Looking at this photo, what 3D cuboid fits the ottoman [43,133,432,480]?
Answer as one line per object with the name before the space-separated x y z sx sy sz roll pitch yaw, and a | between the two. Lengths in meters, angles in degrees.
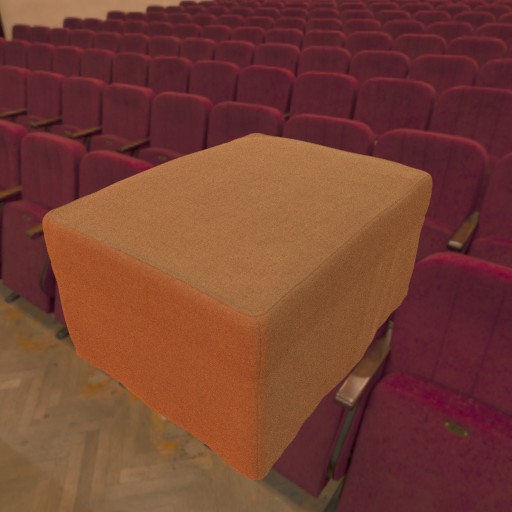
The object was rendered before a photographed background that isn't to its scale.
ottoman | 0.000 0.000 1.215 0.650 0.485 0.833 22 37 31
